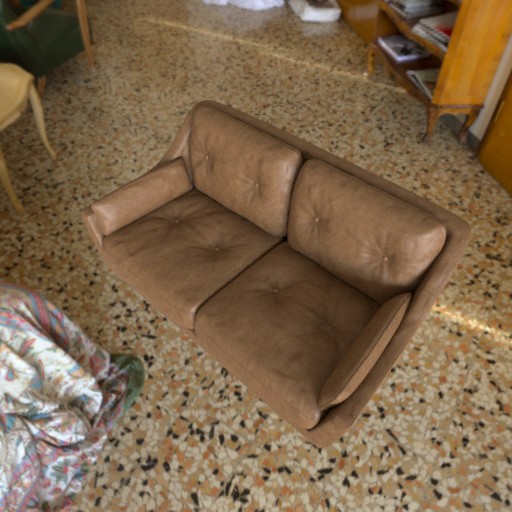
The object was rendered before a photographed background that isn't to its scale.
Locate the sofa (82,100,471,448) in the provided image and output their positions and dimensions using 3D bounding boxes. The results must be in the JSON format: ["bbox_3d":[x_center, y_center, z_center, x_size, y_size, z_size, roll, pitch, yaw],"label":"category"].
[{"bbox_3d":[0.000,0.000,2.265,1.731,0.886,0.981,34,55,27],"label":"sofa"}]
